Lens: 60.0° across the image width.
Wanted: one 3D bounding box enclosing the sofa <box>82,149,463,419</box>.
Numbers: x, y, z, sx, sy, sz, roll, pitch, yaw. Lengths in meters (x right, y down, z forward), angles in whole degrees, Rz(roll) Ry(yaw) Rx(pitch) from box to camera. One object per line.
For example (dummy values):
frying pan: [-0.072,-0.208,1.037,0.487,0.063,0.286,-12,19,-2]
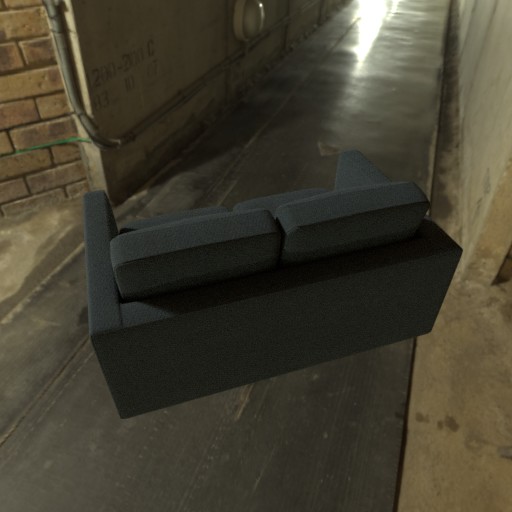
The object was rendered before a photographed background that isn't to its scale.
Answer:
sofa: [0.000,0.000,2.198,1.518,0.930,0.999,-12,42,-14]
